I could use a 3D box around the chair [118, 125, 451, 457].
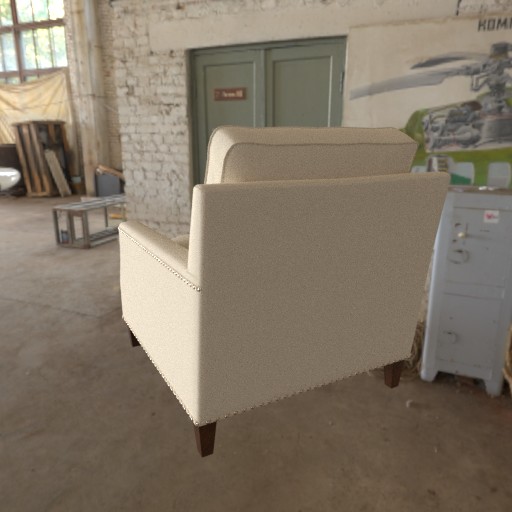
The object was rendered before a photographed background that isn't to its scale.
[{"bbox_3d":[0.000,0.000,1.699,0.853,0.943,1.014,-8,17,-28],"label":"chair"}]
